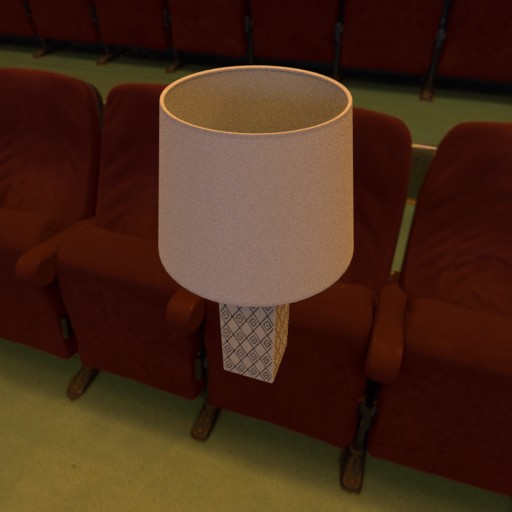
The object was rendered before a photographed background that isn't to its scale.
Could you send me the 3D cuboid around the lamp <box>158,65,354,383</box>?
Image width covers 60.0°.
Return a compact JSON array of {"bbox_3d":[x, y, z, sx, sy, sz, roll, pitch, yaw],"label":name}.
[{"bbox_3d":[0.000,0.000,0.599,0.251,0.435,0.251,0,39,0],"label":"lamp"}]
